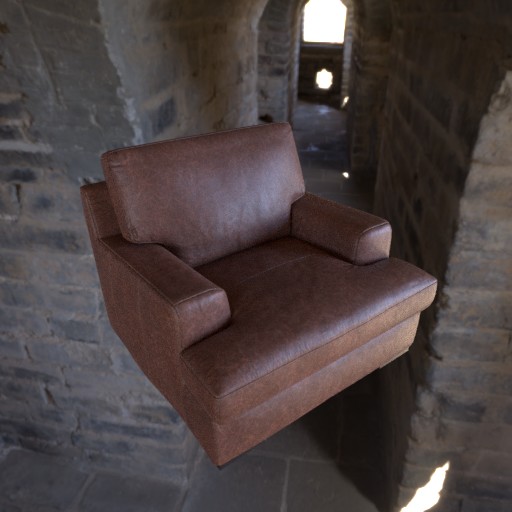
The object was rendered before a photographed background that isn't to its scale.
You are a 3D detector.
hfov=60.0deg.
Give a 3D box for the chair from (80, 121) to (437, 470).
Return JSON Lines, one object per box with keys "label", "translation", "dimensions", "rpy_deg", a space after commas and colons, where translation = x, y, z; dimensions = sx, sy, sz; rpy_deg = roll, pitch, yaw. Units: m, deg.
{"label": "chair", "translation": [0.000, 0.000, 1.975], "dimensions": [1.168, 0.939, 1.143], "rpy_deg": [-20, 35, -31]}
